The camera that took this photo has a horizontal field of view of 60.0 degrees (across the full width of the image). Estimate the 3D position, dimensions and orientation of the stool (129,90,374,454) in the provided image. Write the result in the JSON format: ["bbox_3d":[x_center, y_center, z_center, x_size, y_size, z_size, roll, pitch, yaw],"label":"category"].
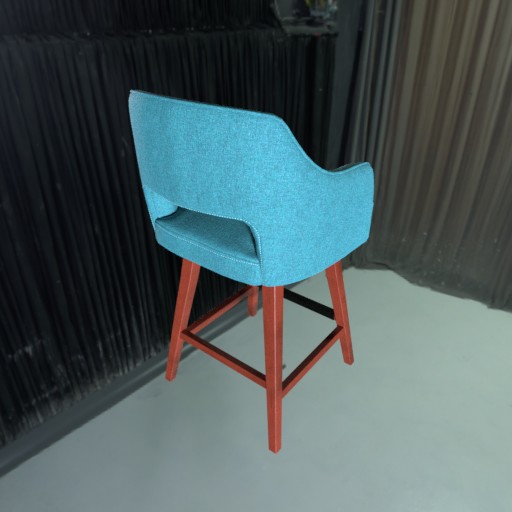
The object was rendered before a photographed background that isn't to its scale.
[{"bbox_3d":[0.000,0.000,1.296,0.548,0.961,0.556,22,37,32],"label":"stool"}]
